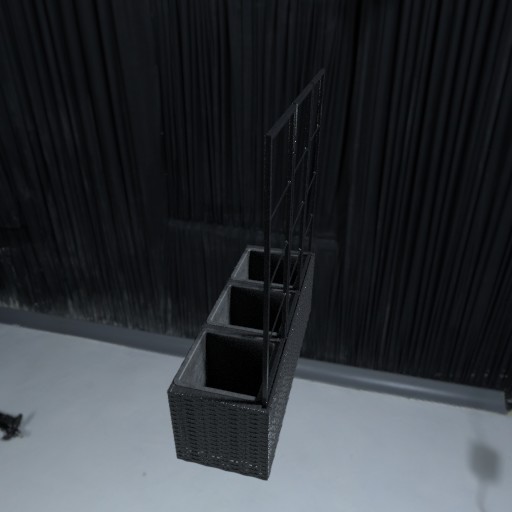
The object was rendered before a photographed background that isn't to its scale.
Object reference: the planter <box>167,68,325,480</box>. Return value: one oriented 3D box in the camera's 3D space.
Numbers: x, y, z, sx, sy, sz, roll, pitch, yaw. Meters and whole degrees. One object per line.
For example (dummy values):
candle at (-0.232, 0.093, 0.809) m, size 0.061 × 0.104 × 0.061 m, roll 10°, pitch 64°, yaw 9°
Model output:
planter at (0.000, 0.000, 1.177) m, size 0.244 × 0.841 × 0.698 m, roll 8°, pitch 32°, yaw 12°
